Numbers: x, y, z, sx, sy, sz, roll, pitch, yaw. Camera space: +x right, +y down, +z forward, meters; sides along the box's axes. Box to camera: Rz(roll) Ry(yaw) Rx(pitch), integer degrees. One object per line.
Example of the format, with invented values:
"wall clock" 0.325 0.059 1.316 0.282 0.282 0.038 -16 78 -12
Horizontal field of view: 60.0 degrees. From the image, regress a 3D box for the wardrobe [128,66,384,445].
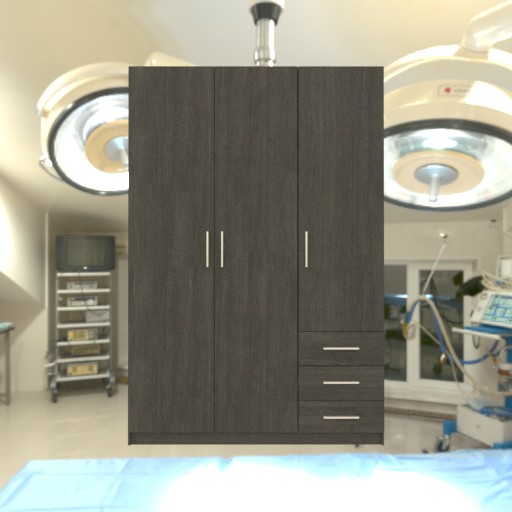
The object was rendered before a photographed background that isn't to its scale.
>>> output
"wardrobe" 0.000 0.000 2.468 1.290 1.910 0.510 0 0 0
